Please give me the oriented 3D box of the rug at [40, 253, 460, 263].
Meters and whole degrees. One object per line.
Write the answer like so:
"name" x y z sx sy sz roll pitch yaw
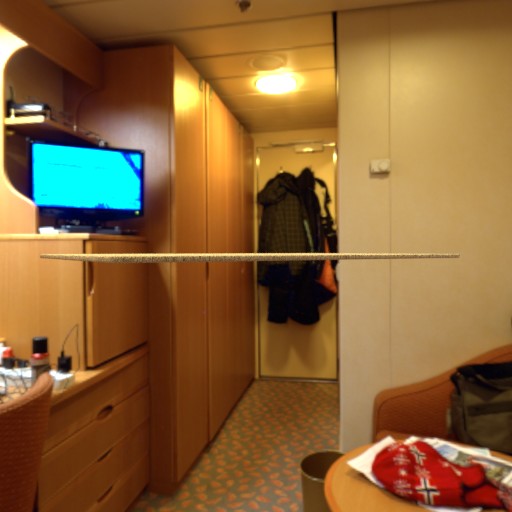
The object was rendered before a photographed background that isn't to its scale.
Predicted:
"rug" 0.000 0.000 2.910 2.349 0.025 1.500 0 1 -35
